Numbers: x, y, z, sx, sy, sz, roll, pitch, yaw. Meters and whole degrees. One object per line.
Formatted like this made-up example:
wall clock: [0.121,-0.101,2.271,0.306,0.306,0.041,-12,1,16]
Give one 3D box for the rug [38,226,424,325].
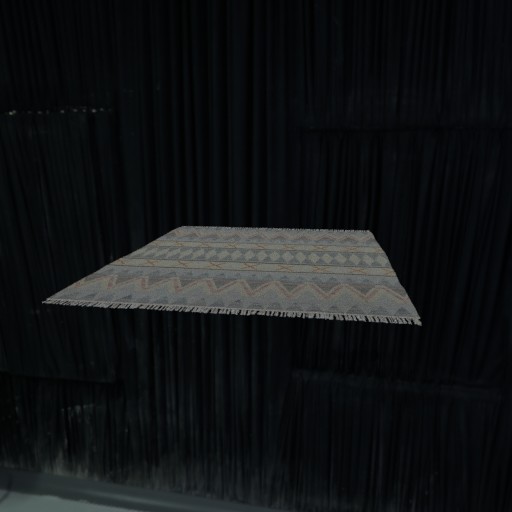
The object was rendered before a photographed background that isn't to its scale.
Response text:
rug: [0.000,0.000,4.064,2.371,0.012,3.000,2,14,8]
